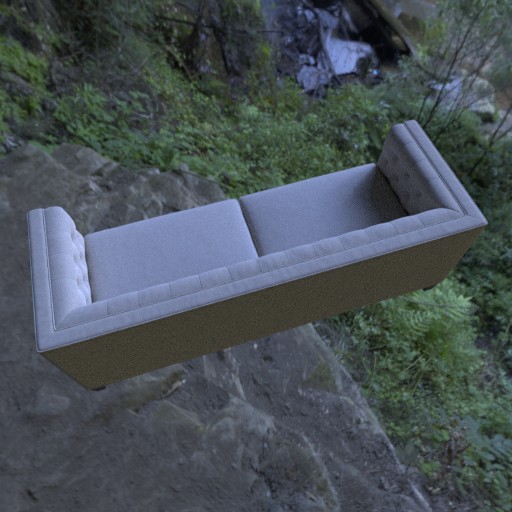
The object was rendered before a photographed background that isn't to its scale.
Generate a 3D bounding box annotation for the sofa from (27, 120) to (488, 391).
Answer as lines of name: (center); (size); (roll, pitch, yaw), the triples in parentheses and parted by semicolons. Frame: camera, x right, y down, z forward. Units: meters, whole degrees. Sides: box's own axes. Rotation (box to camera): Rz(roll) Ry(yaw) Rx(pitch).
sofa: (0.000, 0.000, 2.511); (2.159, 0.762, 0.775); (-15, 61, -9)
